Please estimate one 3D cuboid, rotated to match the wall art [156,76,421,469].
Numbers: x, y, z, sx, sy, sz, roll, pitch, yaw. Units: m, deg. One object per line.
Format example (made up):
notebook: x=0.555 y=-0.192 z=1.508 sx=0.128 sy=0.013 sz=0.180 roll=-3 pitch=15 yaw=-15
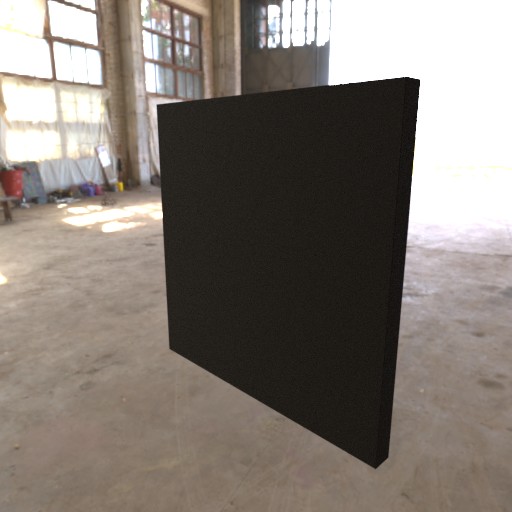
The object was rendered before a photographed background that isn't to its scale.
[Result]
wall art: x=0.000 y=0.000 z=0.667 sx=0.030 sy=0.458 sz=0.462 roll=-13 pitch=19 yaw=-42
